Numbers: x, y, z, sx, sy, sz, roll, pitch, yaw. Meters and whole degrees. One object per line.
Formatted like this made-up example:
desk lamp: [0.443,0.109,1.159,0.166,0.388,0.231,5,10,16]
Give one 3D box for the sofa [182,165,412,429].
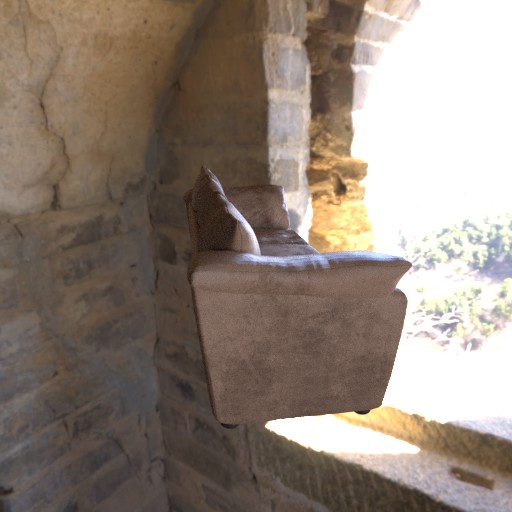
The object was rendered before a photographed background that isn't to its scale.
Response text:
sofa: [0.000,0.000,2.808,0.893,0.981,2.377,-3,16,-9]
